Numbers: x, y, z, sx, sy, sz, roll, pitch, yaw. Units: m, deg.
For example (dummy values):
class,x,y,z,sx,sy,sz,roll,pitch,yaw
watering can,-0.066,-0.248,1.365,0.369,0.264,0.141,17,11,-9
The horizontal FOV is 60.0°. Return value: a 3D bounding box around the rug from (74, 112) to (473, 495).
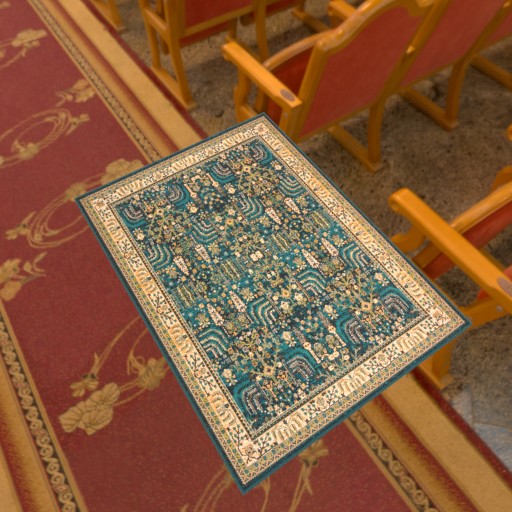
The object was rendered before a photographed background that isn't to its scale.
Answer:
class,x,y,z,sx,sy,sz,roll,pitch,yaw
rug,0.000,0.000,3.956,2.226,0.015,3.044,-29,63,-17
